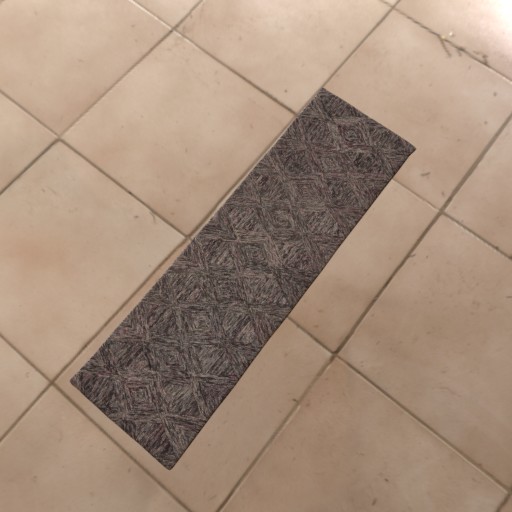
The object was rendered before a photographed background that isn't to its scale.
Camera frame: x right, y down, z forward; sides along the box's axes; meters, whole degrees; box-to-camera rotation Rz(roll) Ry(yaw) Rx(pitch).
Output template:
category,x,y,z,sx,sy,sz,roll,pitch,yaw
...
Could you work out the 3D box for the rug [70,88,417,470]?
category,x,y,z,sx,sy,sz,roll,pitch,yaw
rug,0.000,0.000,2.526,0.719,0.013,2.305,37,77,10
